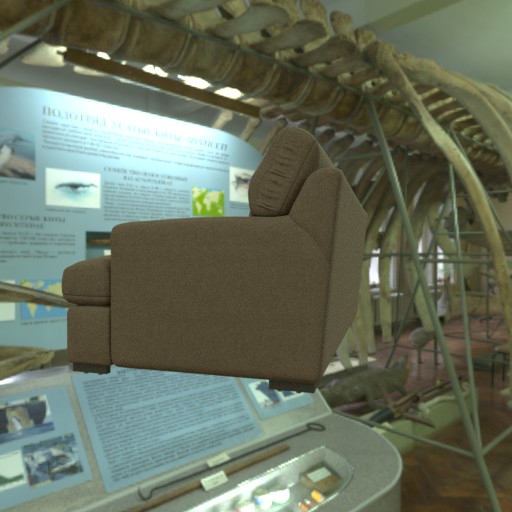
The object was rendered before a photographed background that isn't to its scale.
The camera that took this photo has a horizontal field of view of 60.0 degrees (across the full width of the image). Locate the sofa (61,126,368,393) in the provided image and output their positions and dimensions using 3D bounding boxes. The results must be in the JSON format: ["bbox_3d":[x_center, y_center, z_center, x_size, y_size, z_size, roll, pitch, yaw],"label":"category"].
[{"bbox_3d":[0.000,0.000,2.495,1.140,0.950,1.869,0,0,17],"label":"sofa"}]
